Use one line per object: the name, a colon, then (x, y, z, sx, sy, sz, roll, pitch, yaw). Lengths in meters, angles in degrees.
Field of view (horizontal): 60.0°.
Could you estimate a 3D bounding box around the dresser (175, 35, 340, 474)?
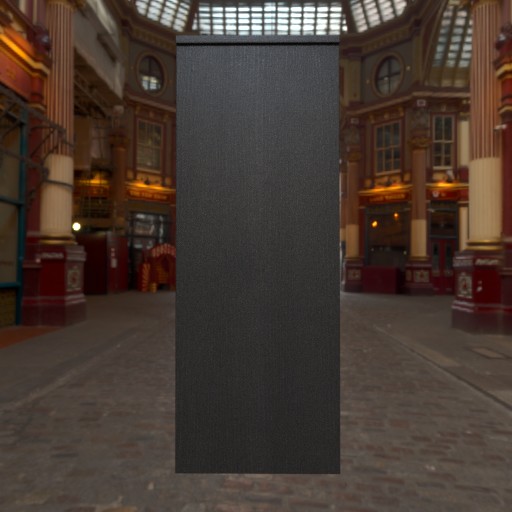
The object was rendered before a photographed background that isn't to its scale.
dresser: (0.000, 0.000, 1.376, 0.398, 1.020, 0.700, 0, -1, 1)
